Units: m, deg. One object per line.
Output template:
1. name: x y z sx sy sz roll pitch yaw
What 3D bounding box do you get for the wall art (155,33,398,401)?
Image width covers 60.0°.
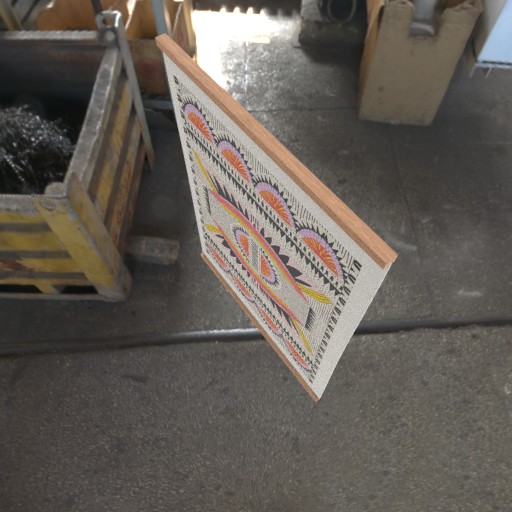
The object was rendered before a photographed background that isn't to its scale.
1. wall art: 0.000 0.000 1.328 0.028 1.016 0.765 -33 65 -18
